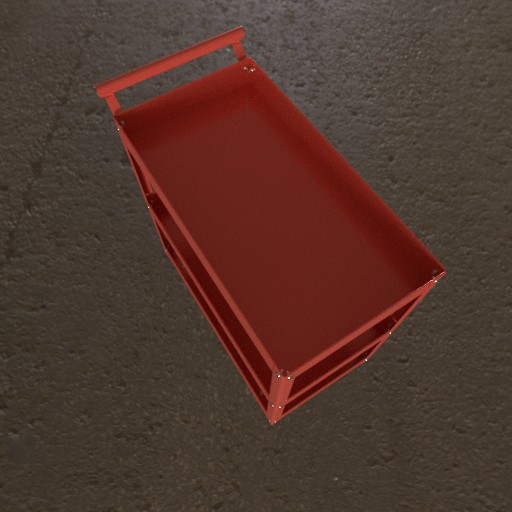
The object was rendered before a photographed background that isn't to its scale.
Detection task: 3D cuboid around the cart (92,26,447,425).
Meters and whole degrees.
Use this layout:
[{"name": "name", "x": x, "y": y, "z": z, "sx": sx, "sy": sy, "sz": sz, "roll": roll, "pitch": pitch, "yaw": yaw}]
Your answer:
[{"name": "cart", "x": 0.000, "y": 0.000, "z": 1.184, "sx": 0.366, "sy": 0.780, "sz": 0.719, "roll": -29, "pitch": 66, "yaw": -14}]
